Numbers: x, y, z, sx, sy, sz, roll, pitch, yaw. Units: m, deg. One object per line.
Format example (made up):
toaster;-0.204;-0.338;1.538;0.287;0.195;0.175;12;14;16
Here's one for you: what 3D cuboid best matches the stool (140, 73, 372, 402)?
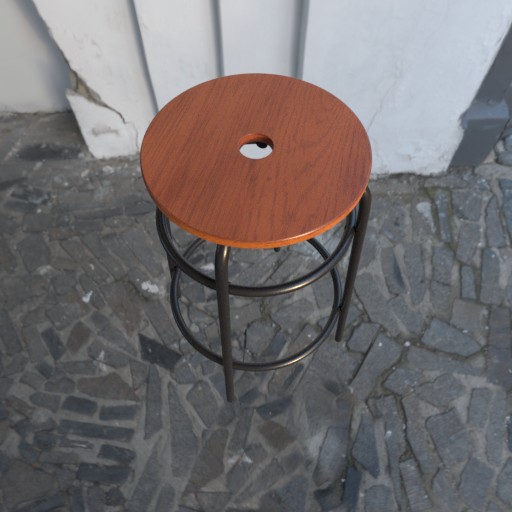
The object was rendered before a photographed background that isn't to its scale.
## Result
stool;0.000;0.000;0.902;0.455;0.610;0.455;14;59;8
